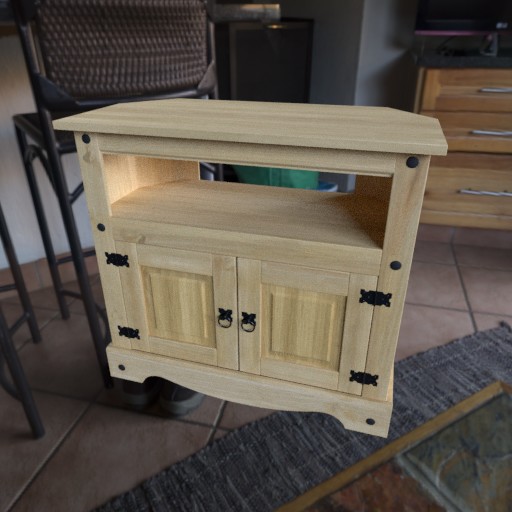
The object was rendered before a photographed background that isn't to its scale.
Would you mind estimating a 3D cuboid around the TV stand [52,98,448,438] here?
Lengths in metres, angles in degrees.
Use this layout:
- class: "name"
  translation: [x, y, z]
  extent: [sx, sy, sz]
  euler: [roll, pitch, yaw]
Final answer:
- class: "TV stand"
  translation: [0.000, 0.000, 1.269]
  extent: [0.851, 0.781, 0.425]
  euler: [8, 28, 15]
